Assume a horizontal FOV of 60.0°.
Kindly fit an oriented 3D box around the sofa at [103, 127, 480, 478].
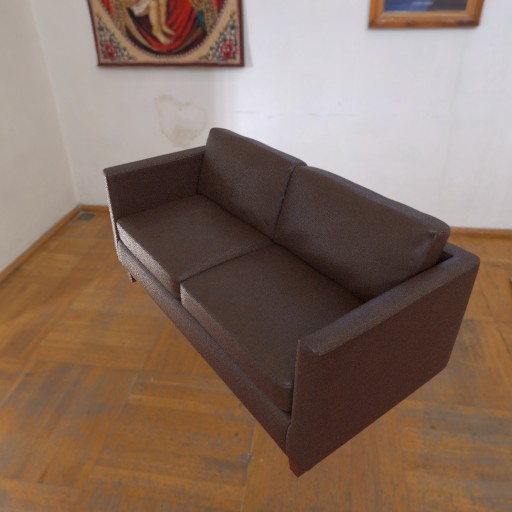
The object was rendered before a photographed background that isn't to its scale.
[{"bbox_3d":[0.000,0.000,2.354,0.951,0.933,1.883,-22,38,-30],"label":"sofa"}]
